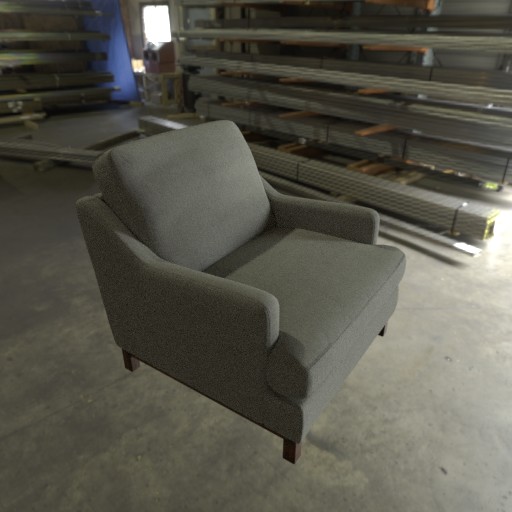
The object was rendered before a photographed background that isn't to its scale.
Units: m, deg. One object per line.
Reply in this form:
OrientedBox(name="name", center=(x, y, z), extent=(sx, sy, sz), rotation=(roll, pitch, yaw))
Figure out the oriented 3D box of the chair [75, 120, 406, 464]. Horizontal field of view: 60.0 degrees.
OrientedBox(name="chair", center=(0.000, 0.000, 1.605), extent=(0.892, 0.821, 0.826), rotation=(17, 32, 30))
